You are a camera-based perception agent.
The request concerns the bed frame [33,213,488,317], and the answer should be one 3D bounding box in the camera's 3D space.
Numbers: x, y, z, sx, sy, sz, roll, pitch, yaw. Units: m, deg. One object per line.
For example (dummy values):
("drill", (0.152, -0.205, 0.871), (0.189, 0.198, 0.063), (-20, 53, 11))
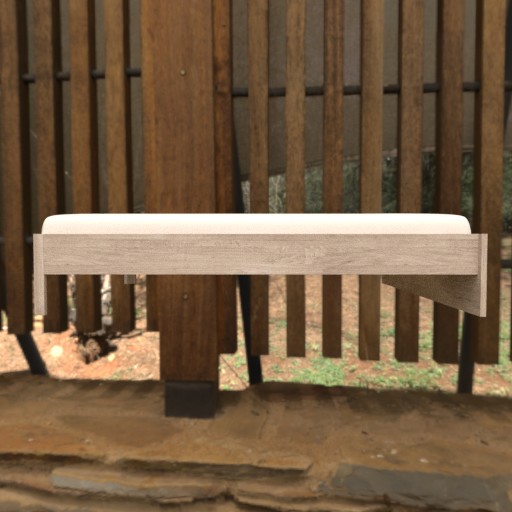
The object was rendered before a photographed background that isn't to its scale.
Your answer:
("bed frame", (0.000, 0.000, 2.613), (1.950, 0.462, 1.490), (0, 2, 0))
